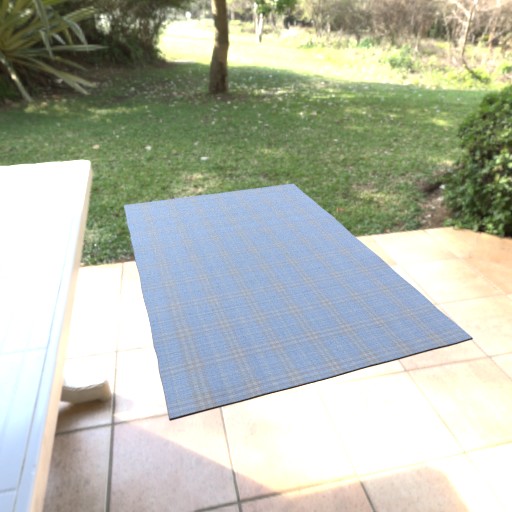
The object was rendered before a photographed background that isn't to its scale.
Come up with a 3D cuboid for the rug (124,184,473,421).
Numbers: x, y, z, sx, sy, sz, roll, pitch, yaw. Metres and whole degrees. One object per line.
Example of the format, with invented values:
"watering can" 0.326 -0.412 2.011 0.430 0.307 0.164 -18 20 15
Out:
"rug" 0.000 0.000 2.357 1.231 0.012 1.835 -10 31 -16
